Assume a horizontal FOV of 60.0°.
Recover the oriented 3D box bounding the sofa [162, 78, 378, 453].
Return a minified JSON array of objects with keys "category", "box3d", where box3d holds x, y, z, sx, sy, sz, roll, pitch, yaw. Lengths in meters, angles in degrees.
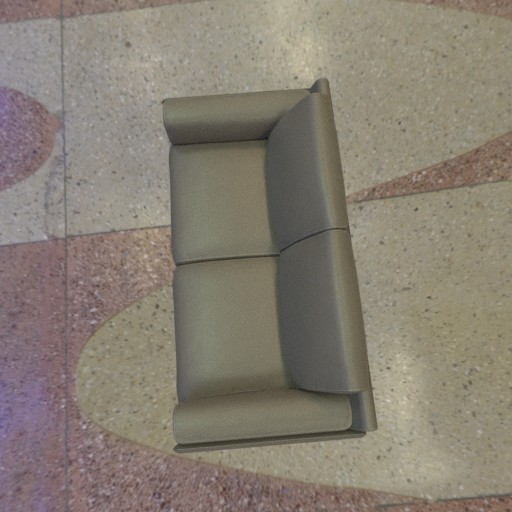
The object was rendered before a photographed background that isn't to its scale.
[{"category":"sofa","box3d":[0.000,0.000,2.668,1.049,0.930,2.101,-4,75,-1]}]
